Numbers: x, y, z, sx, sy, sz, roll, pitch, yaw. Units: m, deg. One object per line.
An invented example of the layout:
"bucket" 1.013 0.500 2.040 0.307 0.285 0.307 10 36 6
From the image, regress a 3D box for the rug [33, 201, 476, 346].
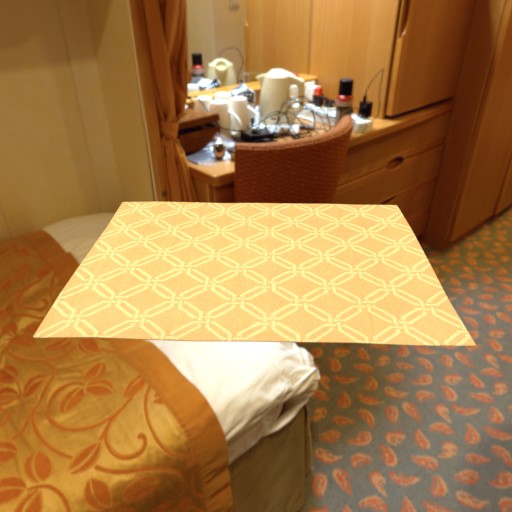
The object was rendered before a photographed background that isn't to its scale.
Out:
"rug" 0.000 0.000 4.362 3.365 0.020 2.452 1 32 1
